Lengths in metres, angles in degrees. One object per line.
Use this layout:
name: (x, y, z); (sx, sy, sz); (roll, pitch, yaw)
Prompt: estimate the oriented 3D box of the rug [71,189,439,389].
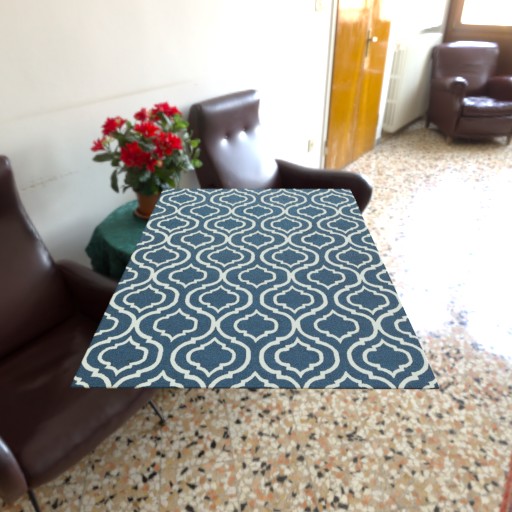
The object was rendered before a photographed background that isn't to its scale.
rug: (0.000, 0.000, 4.348); (2.438, 0.010, 3.353); (0, 31, 0)
